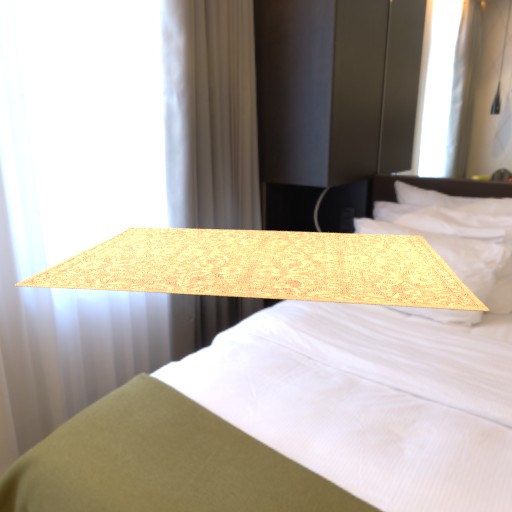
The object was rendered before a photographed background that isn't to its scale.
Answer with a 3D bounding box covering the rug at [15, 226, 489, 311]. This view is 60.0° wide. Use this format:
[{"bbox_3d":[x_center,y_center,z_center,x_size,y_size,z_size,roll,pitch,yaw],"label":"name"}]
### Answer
[{"bbox_3d":[0.000,0.000,2.962,2.435,0.012,1.529,2,16,8],"label":"rug"}]
